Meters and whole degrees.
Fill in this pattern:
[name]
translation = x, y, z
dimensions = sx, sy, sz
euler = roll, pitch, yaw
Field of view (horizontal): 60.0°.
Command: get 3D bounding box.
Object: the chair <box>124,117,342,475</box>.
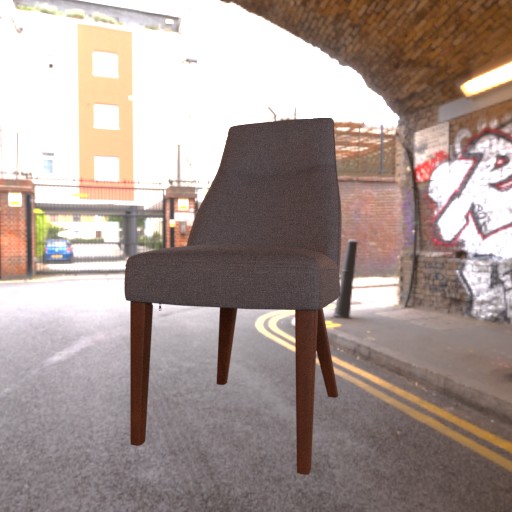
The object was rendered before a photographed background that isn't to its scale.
[chair]
translation = 0.000, 0.000, 1.309
dimensions = 0.500, 0.930, 0.620
euler = 1, 2, 19
